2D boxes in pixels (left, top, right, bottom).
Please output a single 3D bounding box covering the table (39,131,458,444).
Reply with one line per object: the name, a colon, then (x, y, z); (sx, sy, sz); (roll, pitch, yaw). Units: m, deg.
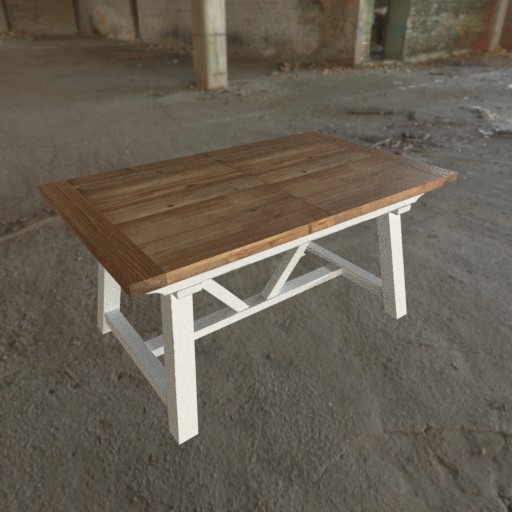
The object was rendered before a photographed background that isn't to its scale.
table: (0.000, 0.000, 2.040); (1.503, 0.743, 0.922); (-20, 35, -31)
